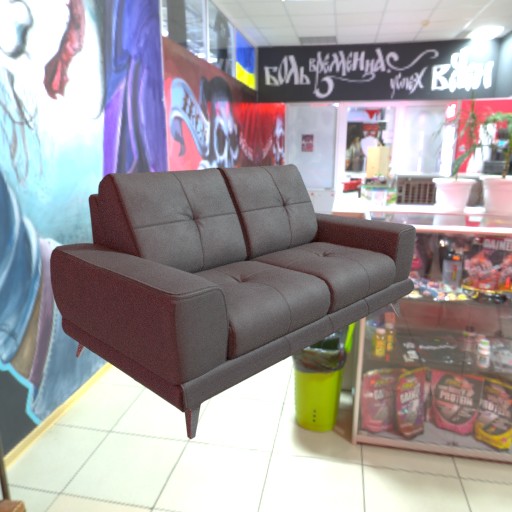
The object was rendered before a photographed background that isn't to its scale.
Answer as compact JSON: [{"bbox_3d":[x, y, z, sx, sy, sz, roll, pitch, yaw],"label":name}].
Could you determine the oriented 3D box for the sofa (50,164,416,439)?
[{"bbox_3d":[0.000,0.000,2.365,1.018,0.907,1.806,13,19,42],"label":"sofa"}]
